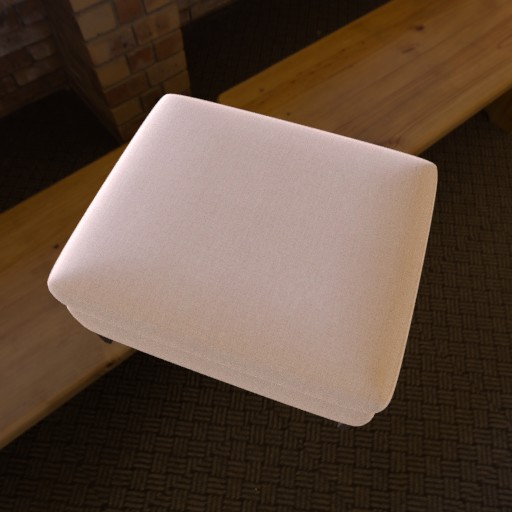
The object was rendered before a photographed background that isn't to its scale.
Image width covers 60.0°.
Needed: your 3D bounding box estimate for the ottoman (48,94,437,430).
[{"bbox_3d":[0.000,0.000,1.203,0.794,0.453,0.657,17,64,9],"label":"ottoman"}]
